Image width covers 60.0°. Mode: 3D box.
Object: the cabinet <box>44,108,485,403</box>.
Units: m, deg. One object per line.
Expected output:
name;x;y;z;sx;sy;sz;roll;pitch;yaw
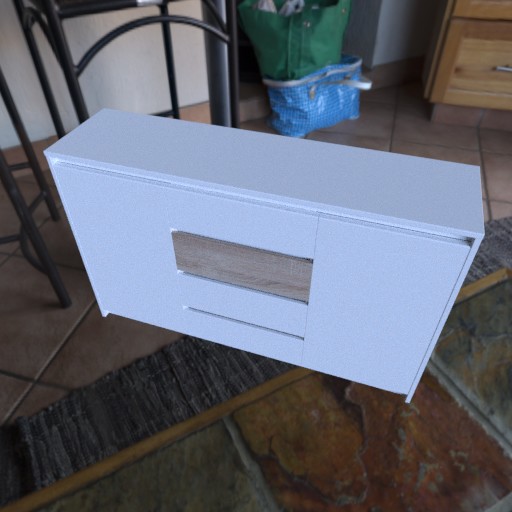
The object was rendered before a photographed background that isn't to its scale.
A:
cabinet;0.000;0.000;1.822;1.450;0.900;0.380;13;44;14
